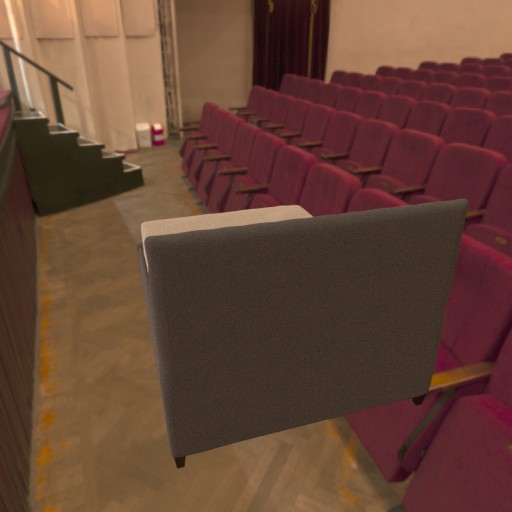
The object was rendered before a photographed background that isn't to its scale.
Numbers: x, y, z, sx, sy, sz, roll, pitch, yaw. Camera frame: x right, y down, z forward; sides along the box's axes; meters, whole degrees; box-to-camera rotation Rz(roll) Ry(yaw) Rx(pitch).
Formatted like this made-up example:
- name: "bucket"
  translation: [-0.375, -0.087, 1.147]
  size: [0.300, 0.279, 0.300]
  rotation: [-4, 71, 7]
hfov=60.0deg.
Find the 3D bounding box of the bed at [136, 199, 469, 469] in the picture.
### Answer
- name: "bed"
  translation: [0.000, 0.000, 3.350]
  size: [1.698, 1.427, 2.231]
  rotation: [-8, 27, -16]
